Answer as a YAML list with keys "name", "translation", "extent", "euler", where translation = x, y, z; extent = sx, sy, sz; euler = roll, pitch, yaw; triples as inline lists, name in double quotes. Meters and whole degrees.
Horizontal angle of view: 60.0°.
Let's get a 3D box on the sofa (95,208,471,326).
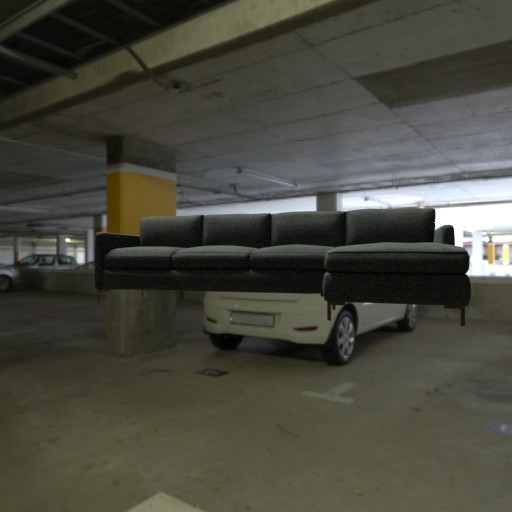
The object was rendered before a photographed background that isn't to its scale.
- name: "sofa"
  translation: [0.000, 0.000, 3.525]
  extent: [2.932, 0.810, 1.350]
  euler: [0, -1, 18]
